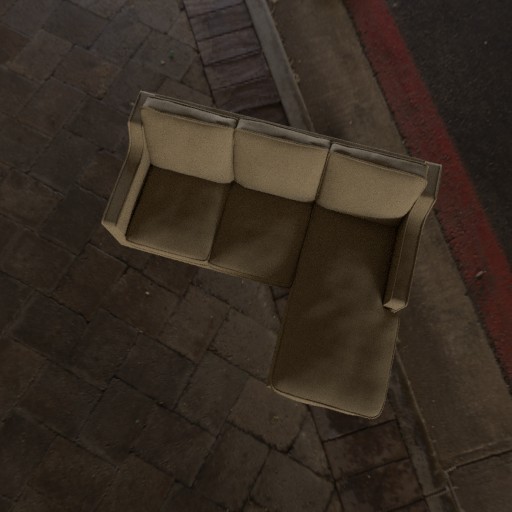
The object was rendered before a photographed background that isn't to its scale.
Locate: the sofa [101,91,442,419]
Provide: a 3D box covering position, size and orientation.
[{"bbox_3d":[0.000,0.000,3.346,2.317,1.066,1.858,15,75,4],"label":"sofa"}]
